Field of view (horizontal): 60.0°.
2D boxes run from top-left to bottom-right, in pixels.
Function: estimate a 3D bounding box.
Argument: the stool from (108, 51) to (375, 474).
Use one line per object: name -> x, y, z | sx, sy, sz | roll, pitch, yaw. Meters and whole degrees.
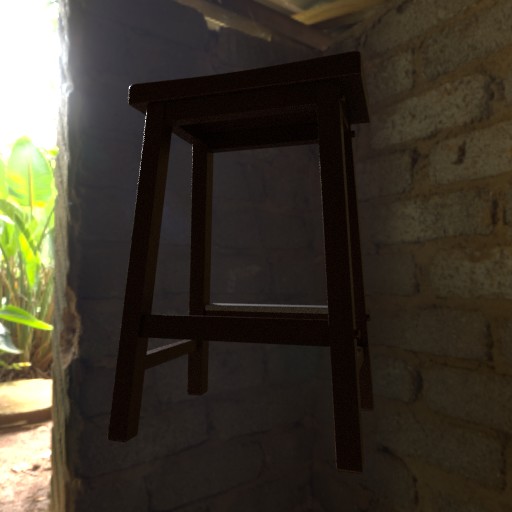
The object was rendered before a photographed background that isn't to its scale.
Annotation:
stool -> 0.000, 0.000, 0.826 | 0.406, 0.610, 0.322 | -1, -2, 18
